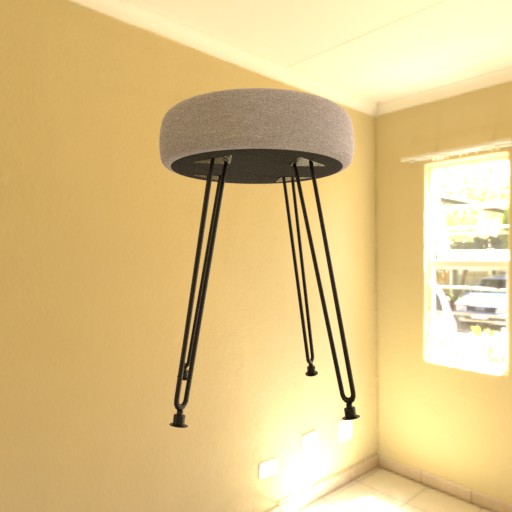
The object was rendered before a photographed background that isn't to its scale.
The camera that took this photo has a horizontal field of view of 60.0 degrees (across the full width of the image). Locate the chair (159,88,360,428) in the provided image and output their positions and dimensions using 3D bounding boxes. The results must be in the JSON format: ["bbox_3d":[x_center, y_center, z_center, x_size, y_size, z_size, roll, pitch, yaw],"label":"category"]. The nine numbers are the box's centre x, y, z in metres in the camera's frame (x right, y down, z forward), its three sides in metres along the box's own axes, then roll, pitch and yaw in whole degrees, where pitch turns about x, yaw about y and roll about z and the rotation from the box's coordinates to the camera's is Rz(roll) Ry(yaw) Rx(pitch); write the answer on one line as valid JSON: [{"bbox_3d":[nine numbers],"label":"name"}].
[{"bbox_3d":[0.000,0.000,0.697,0.350,0.440,0.350,0,-1,38],"label":"chair"}]
